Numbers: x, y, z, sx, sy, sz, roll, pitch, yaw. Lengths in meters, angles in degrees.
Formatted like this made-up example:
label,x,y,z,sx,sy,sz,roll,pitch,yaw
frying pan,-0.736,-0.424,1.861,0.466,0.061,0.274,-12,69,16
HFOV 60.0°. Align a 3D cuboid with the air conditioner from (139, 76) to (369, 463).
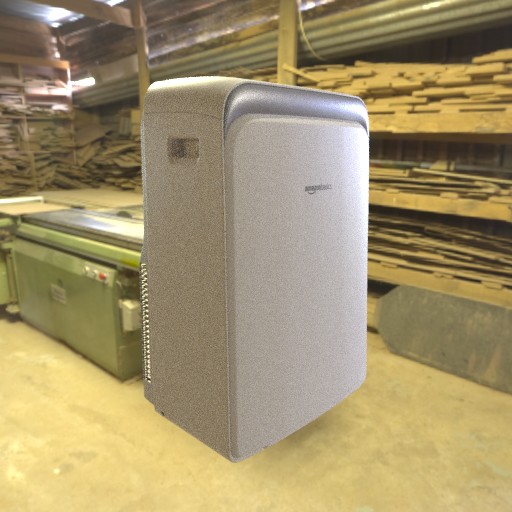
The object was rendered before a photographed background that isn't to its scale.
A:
label,x,y,z,sx,sy,sz,roll,pitch,yaw
air conditioner,0.000,0.000,0.960,0.454,0.700,0.365,-12,18,-42
